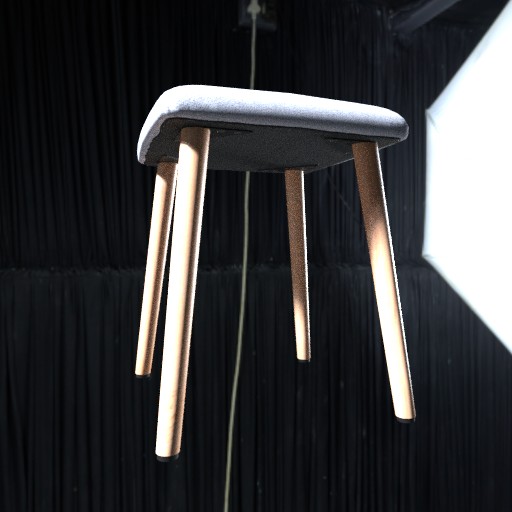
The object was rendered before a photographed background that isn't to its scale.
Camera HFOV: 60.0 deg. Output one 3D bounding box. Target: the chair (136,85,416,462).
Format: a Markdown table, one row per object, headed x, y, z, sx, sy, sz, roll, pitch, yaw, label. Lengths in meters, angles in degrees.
| x | y | z | sx | sy | sz | roll | pitch | yaw | label |
| --- | --- | --- | --- | --- | --- | --- | --- | --- | --- |
| 0.000 | 0.000 | 0.696 | 0.350 | 0.440 | 0.350 | -1 | 2 | -19 | chair |
